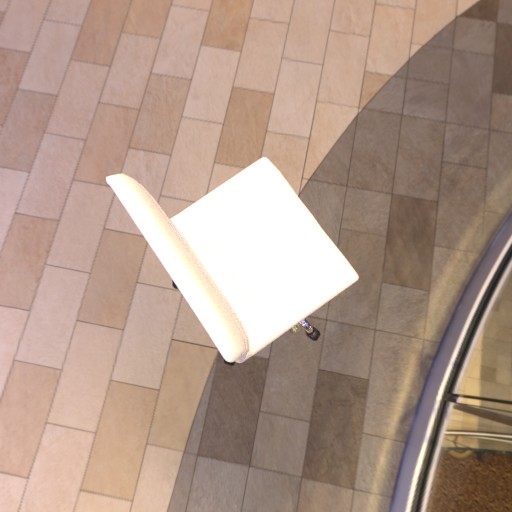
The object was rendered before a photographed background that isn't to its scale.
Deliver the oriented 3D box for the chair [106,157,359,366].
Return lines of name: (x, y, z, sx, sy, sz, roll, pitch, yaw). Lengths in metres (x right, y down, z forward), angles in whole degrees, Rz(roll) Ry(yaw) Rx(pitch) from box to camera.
chair: (0.000, 0.000, 1.094, 0.455, 0.750, 0.520, -34, 78, -8)
